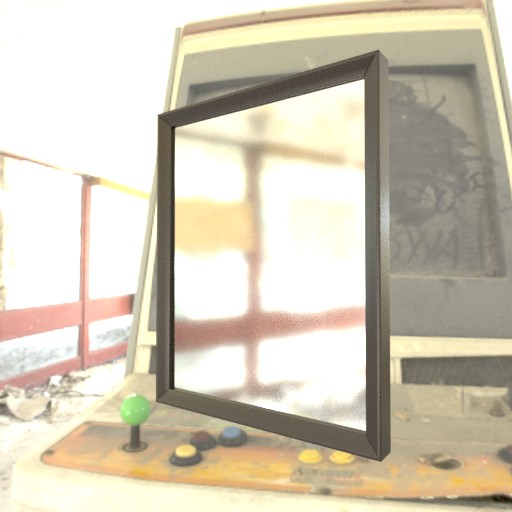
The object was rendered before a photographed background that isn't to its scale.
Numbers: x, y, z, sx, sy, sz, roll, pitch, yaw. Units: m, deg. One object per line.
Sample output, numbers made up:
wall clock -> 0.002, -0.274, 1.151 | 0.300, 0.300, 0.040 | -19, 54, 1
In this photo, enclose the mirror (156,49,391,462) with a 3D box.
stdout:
mirror -> 0.000, 0.000, 0.681 | 0.406, 0.509, 0.041 | -1, -1, 36
